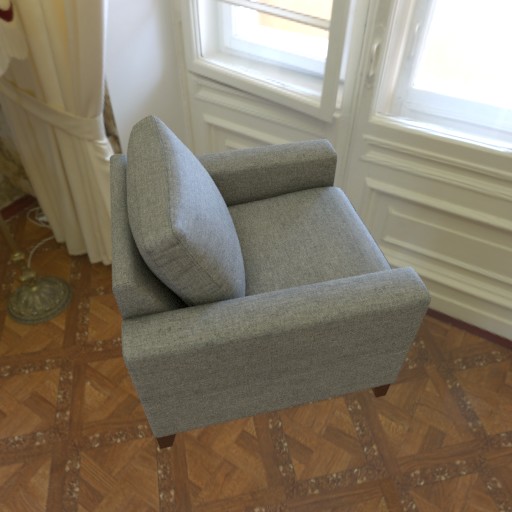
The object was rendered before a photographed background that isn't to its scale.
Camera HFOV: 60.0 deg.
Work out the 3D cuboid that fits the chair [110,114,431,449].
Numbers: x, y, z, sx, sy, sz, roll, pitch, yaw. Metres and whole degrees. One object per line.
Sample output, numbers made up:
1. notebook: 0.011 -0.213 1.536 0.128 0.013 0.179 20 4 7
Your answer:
1. chair: 0.000 0.000 1.850 1.038 1.010 1.024 -10 47 -9
